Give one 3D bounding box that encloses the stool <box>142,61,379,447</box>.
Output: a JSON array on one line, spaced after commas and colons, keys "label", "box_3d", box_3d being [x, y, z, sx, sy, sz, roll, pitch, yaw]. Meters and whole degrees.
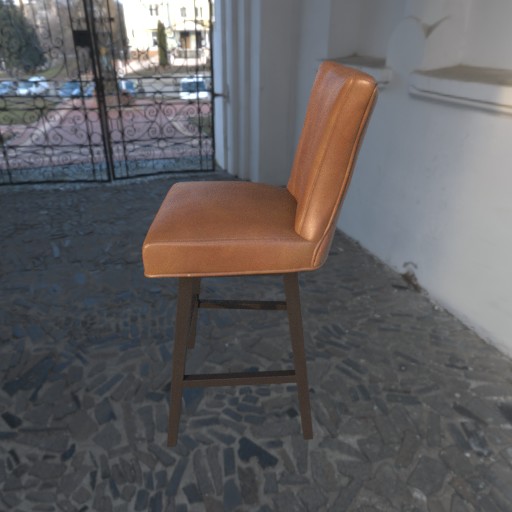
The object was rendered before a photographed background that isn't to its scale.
[{"label": "stool", "box_3d": [0.000, 0.000, 1.389, 0.585, 1.094, 0.522, 0, 27, 0]}]
